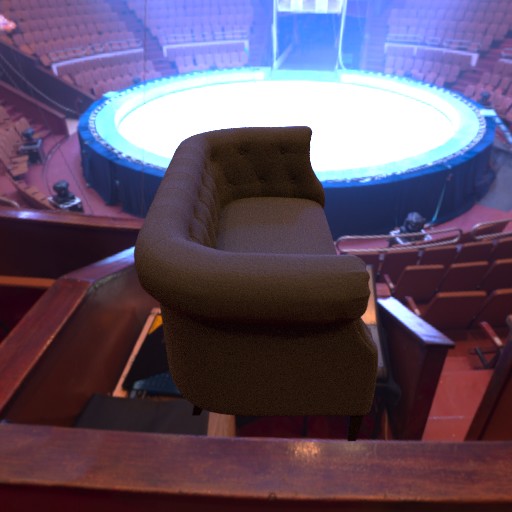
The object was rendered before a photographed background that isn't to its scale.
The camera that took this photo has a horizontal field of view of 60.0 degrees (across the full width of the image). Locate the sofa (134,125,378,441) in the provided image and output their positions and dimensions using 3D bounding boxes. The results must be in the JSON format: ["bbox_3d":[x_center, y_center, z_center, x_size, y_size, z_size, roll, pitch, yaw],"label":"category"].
[{"bbox_3d":[0.000,0.000,2.066,0.835,0.827,1.558,0,32,0],"label":"sofa"}]
